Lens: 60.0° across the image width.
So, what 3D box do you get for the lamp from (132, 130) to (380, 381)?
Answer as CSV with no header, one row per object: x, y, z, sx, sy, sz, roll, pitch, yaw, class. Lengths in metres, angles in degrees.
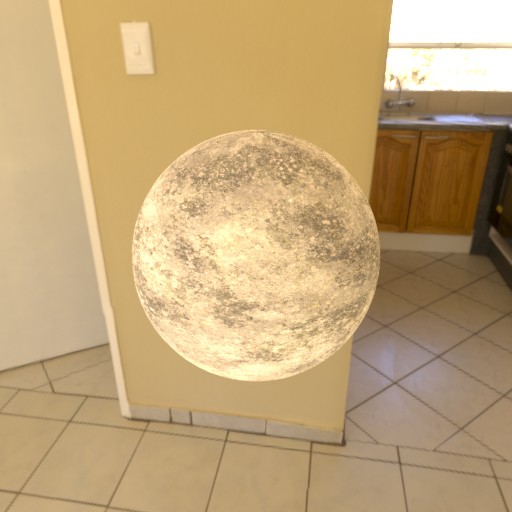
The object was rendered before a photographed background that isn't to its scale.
0.000,0.000,0.782,0.422,0.429,0.422,0,25,0,lamp
